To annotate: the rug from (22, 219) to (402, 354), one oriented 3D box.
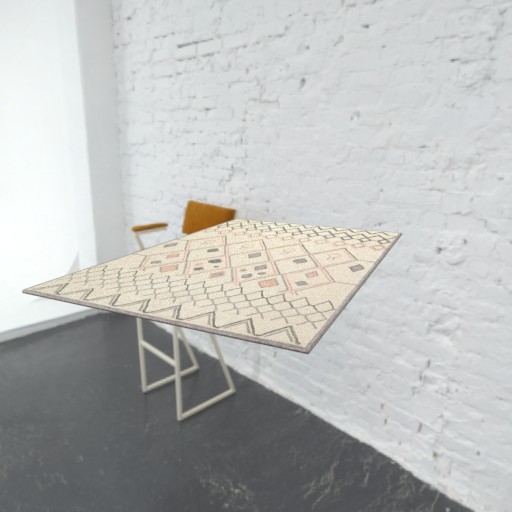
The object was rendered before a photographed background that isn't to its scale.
[{"bbox_3d":[0.000,0.000,2.326,1.219,0.016,1.829,7,16,25],"label":"rug"}]
